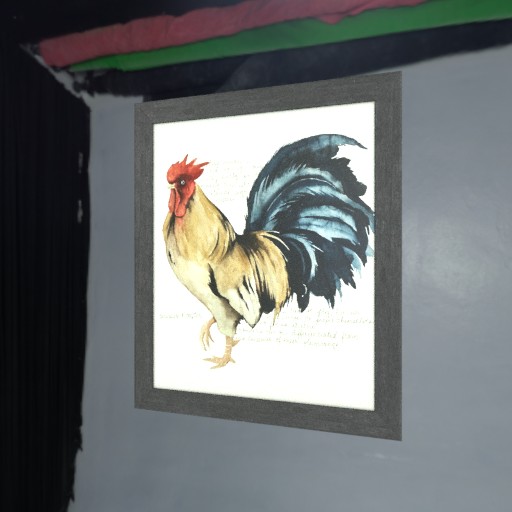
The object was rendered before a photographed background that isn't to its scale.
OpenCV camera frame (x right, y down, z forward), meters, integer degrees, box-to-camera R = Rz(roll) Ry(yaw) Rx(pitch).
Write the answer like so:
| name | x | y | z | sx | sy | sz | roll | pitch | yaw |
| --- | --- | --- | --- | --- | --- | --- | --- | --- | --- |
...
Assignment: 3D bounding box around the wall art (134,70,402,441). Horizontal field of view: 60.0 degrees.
| name | x | y | z | sx | sy | sz | roll | pitch | yaw |
| --- | --- | --- | --- | --- | --- | --- | --- | --- | --- |
| wall art | 0.000 | 0.000 | 0.761 | 0.476 | 0.570 | 0.013 | 0 | 0 | 18 |
